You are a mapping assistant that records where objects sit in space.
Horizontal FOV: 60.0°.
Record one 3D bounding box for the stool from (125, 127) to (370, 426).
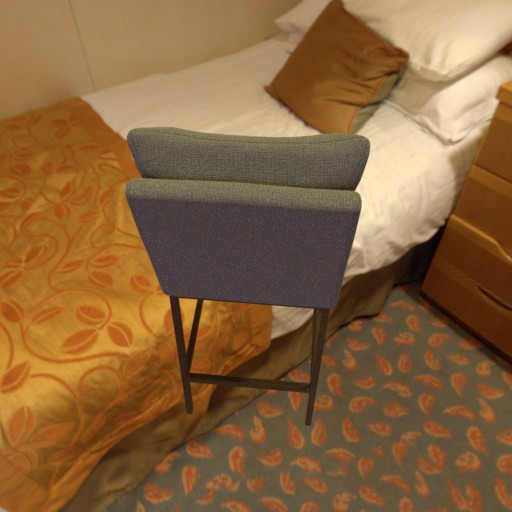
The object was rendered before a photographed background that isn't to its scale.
[{"bbox_3d":[0.000,0.000,1.292,0.463,1.031,0.569,4,47,4],"label":"stool"}]
